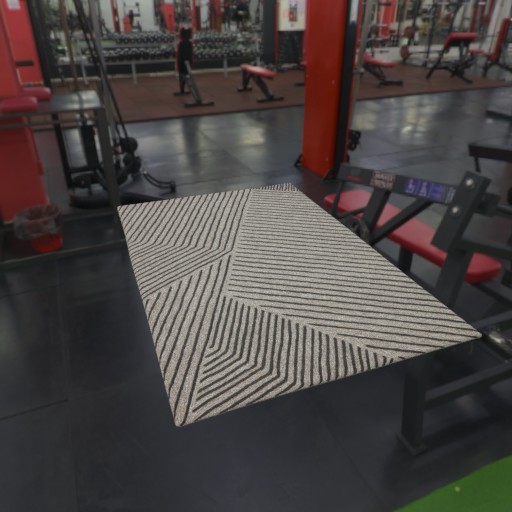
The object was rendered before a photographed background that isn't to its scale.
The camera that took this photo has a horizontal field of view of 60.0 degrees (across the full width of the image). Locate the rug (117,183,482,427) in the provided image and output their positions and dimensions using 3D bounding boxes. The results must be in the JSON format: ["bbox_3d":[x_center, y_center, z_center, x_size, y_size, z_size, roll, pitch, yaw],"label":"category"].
[{"bbox_3d":[0.000,0.000,2.321,1.237,0.019,1.842,-11,31,-18],"label":"rug"}]
